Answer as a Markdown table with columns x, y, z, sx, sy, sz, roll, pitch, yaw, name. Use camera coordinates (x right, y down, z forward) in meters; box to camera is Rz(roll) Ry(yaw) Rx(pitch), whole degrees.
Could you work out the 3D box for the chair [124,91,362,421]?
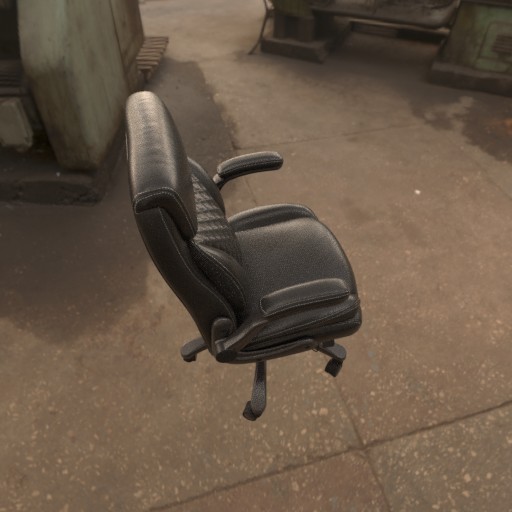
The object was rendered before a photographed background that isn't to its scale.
| x | y | z | sx | sy | sz | roll | pitch | yaw | name |
| --- | --- | --- | --- | --- | --- | --- | --- | --- | --- |
| 0.000 | 0.000 | 1.611 | 0.724 | 1.110 | 0.782 | -10 | 46 | -9 | chair |
